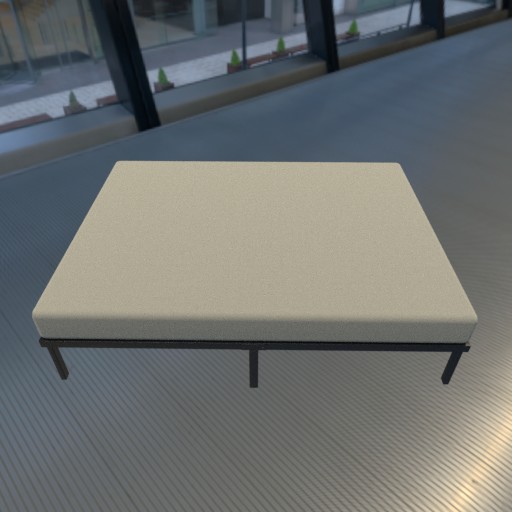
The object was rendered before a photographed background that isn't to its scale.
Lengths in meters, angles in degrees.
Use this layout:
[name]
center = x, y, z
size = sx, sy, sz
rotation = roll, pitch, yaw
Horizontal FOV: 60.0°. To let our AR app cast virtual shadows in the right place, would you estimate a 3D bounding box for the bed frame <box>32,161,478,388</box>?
[bed frame]
center = 0.000, 0.000, 3.527
size = 2.635, 0.680, 1.990
rotation = 1, 39, 1
